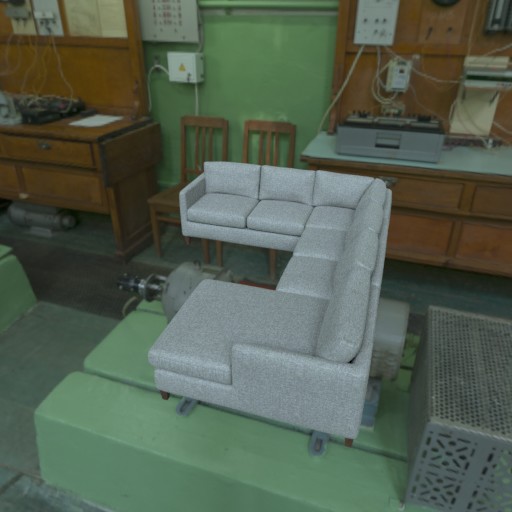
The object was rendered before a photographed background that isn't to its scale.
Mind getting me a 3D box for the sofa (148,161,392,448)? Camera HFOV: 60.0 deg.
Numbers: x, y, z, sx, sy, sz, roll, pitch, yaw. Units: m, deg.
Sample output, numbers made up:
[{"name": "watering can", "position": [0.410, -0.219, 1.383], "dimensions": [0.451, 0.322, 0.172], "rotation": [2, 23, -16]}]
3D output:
[{"name": "sofa", "position": [0.000, 0.000, 4.672], "dimensions": [2.593, 0.959, 3.460], "rotation": [9, 31, 15]}]
